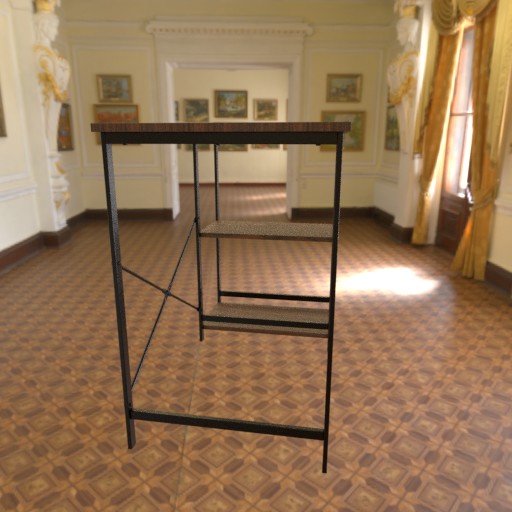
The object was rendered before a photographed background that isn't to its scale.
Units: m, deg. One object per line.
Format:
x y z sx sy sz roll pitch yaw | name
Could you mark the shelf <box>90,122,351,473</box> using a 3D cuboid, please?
0.000 0.000 1.347 0.498 0.750 0.902 3 15 10 | shelf
